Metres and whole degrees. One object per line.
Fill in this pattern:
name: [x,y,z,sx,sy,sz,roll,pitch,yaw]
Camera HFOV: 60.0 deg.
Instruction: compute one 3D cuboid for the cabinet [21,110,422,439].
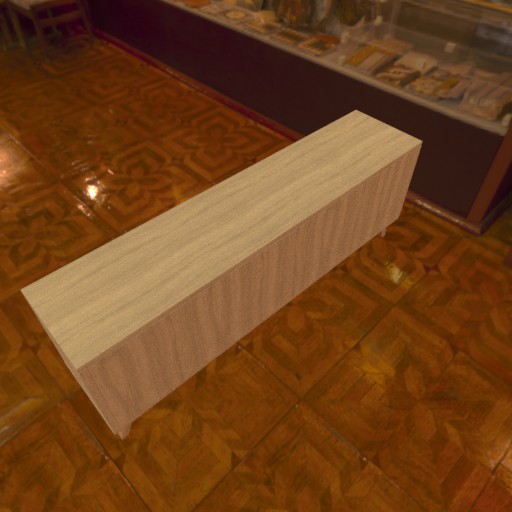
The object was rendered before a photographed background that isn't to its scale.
cabinet: [0.000,0.000,2.504,2.198,0.779,0.499,-34,55,-27]
